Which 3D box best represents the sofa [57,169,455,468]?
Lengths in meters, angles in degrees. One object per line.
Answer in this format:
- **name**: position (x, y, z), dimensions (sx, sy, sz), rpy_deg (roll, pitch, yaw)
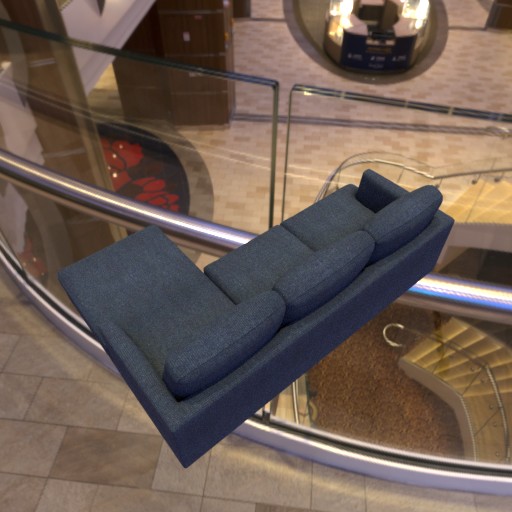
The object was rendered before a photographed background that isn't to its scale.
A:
- **sofa**: position (0.000, 0.000, 3.015), dimensions (2.233, 0.956, 1.504), rpy_deg (-31, 54, -26)
